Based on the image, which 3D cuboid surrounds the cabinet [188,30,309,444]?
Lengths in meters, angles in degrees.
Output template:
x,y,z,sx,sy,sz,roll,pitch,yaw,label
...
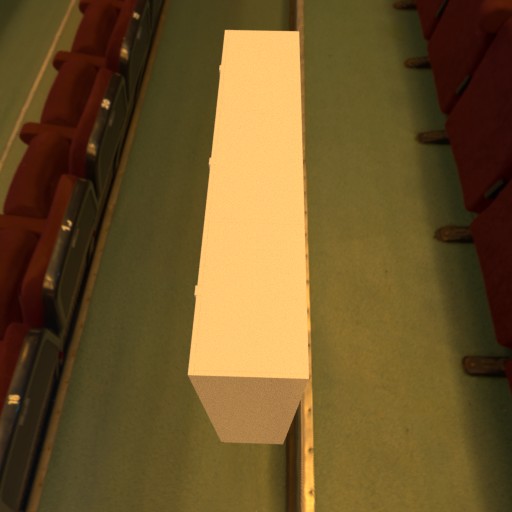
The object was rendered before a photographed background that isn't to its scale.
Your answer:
x,y,z,sx,sy,sz,roll,pitch,yaw,label
0.000,0.000,3.817,0.590,2.370,2.700,2,60,1,cabinet
